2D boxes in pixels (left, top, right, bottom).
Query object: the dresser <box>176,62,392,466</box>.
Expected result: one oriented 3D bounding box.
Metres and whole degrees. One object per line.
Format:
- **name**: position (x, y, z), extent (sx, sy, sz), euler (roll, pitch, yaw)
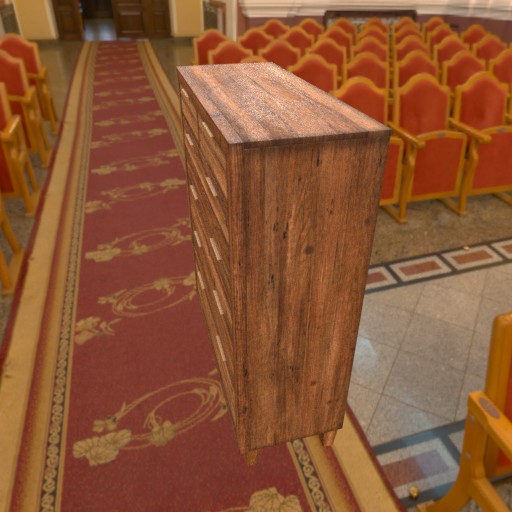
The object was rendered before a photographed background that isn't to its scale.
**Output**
- **dresser**: position (0.000, 0.000, 1.895), extent (0.438, 1.359, 1.067), euler (-8, 34, -13)
